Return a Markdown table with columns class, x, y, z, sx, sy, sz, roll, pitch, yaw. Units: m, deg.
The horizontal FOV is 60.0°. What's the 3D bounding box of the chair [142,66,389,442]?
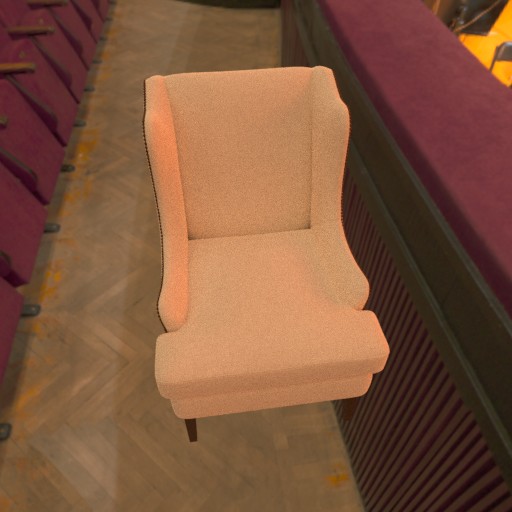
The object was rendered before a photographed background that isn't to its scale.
| class | x | y | z | sx | sy | sz | roll | pitch | yaw |
| --- | --- | --- | --- | --- | --- | --- | --- | --- | --- |
| chair | 0.000 | 0.000 | 1.638 | 0.737 | 1.029 | 0.940 | -6 | 46 | -5 |
